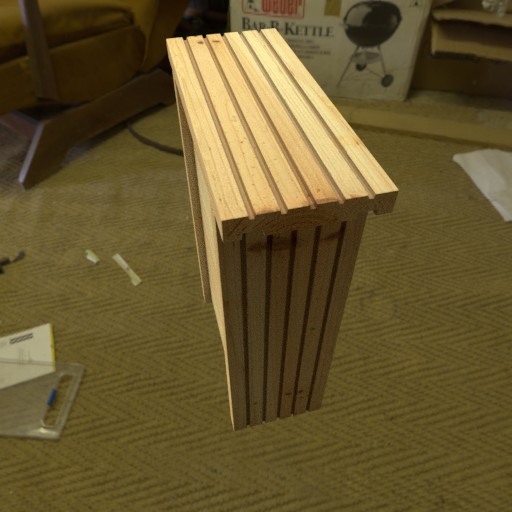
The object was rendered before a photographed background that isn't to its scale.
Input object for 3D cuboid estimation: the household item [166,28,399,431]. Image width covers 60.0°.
[{"bbox_3d":[0.000,0.000,0.537,0.123,0.407,0.301,-11,48,-10],"label":"household item"}]
